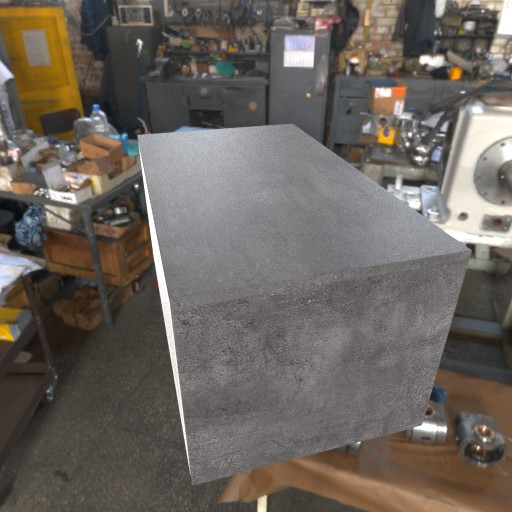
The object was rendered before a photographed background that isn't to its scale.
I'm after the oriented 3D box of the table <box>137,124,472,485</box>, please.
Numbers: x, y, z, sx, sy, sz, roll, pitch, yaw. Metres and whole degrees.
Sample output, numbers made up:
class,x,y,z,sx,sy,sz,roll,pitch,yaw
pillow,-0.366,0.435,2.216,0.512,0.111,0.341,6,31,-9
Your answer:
class,x,y,z,sx,sy,sz,roll,pitch,yaw
table,0.000,0.000,0.922,0.400,0.350,0.700,-8,32,-14
